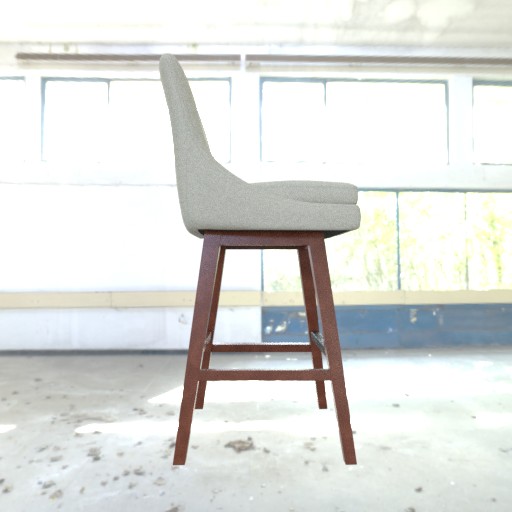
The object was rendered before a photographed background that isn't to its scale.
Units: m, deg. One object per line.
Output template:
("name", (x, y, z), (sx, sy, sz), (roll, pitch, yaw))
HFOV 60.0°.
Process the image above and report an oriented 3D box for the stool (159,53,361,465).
("stool", (0.000, 0.000, 1.390), (0.559, 1.092, 0.470), (0, -1, -1))
